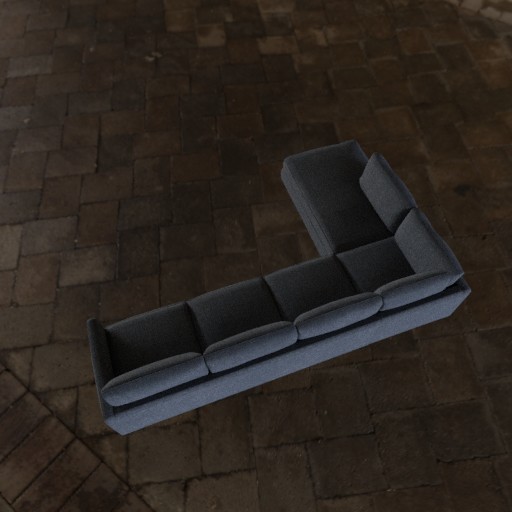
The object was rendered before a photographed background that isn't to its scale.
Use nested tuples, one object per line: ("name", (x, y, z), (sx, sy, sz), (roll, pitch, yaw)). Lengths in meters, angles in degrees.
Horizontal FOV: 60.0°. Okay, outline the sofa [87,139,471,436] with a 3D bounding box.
("sofa", (0.000, 0.000, 3.876), (2.949, 0.815, 2.007), (-17, 60, -10))
